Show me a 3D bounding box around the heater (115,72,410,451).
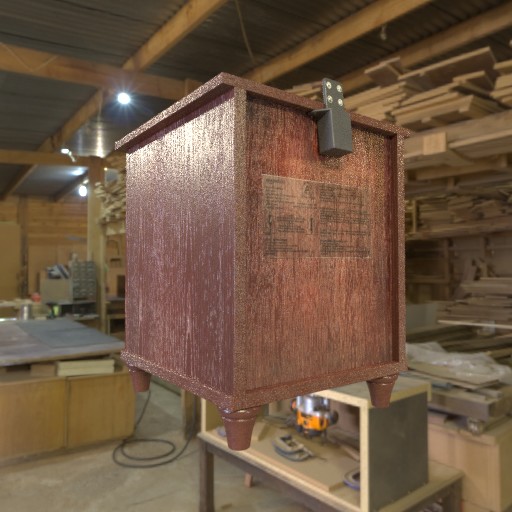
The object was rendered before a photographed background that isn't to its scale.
[{"bbox_3d":[0.000,0.000,0.755,0.362,0.481,0.400,1,-2,-36],"label":"heater"}]
